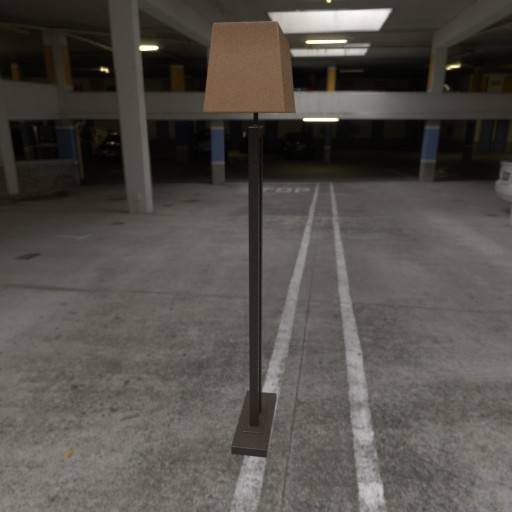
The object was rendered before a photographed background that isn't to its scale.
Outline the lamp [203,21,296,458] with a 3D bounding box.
[{"bbox_3d":[0.000,0.000,1.616,0.233,1.469,0.475,3,18,8],"label":"lamp"}]
